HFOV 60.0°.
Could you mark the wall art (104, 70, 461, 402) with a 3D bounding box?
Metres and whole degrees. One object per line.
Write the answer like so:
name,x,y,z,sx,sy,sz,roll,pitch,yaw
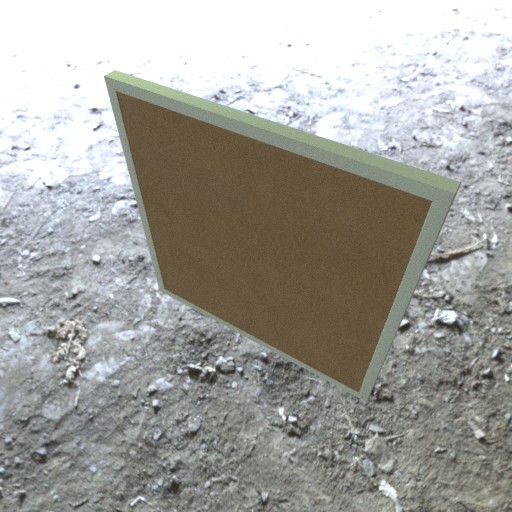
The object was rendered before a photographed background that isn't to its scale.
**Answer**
wall art,0.000,0.000,1.123,0.760,0.760,0.036,25,52,21
